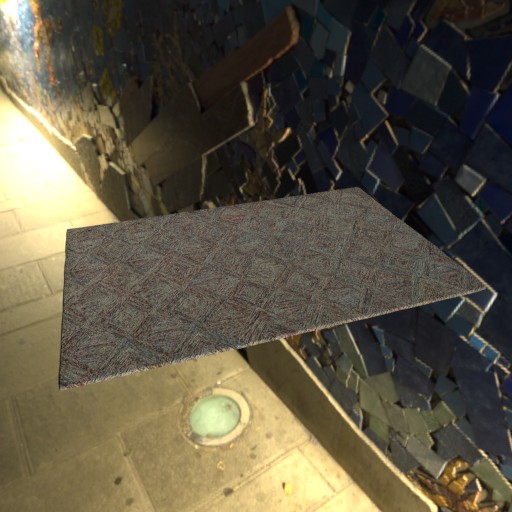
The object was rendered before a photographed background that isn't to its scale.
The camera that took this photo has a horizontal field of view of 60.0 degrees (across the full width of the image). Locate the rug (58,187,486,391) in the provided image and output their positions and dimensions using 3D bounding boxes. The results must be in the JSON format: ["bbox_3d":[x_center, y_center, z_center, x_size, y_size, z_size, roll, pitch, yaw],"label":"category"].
[{"bbox_3d":[0.000,0.000,2.150,1.761,0.014,1.143,-10,34,-16],"label":"rug"}]
